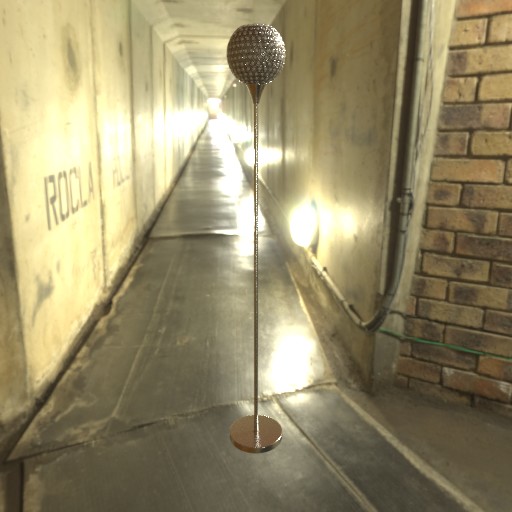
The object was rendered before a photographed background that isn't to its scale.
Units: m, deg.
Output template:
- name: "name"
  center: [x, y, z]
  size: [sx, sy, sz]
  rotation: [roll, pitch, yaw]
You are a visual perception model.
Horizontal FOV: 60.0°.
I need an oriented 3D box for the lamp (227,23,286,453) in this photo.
- name: "lamp"
  center: [0.000, 0.000, 1.925]
  size: [0.254, 1.805, 0.254]
  rotation: [0, 15, 0]
